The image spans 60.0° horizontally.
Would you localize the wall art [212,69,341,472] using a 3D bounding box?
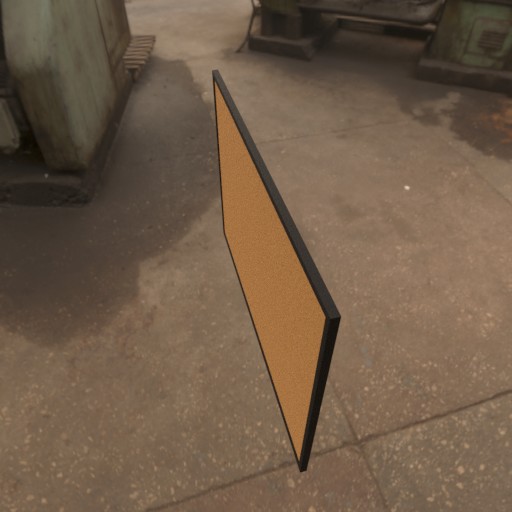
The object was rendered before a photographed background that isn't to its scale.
[{"bbox_3d":[0.000,0.000,0.863,0.013,0.458,0.664,-11,46,-10],"label":"wall art"}]
